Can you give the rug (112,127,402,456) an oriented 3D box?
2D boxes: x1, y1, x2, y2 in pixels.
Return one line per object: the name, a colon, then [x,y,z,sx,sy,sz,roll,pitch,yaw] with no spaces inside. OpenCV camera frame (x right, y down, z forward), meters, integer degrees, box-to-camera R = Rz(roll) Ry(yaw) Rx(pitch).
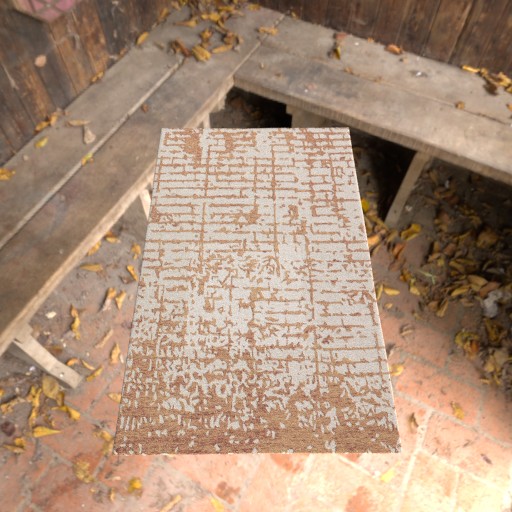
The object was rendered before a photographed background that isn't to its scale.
rug: [0.000,0.000,2.952,1.517,0.011,2.435,0,58,0]
